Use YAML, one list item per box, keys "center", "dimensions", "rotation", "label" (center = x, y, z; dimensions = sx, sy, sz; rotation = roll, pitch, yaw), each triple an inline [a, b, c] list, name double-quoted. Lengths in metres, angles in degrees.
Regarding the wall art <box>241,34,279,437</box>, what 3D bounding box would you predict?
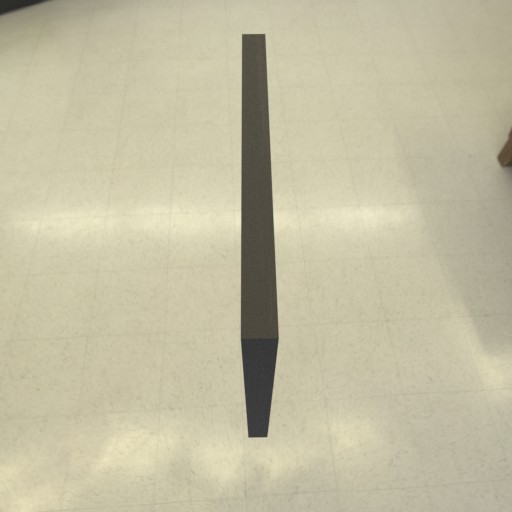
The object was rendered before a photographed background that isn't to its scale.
- center: [0.000, 0.000, 0.778]
  dimensions: [0.037, 0.507, 0.509]
  rotation: [-1, 58, 0]
  label: "wall art"
